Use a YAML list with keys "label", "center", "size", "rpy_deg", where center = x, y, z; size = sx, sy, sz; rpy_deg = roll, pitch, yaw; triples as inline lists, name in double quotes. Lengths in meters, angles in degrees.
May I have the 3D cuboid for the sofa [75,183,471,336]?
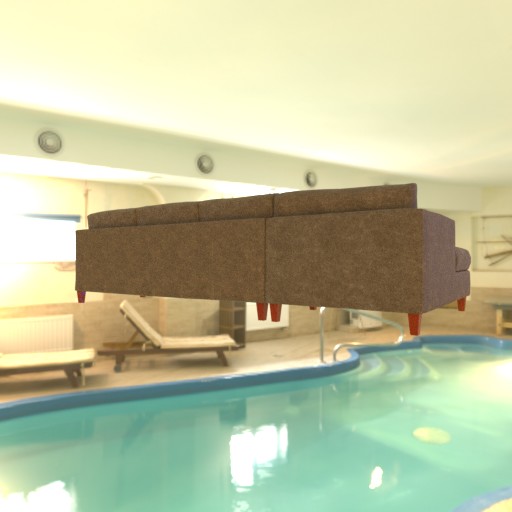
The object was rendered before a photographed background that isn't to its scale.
- label: "sofa"
  center: [0.000, 0.000, 4.189]
  size: [3.471, 0.954, 1.606]
  rpy_deg: [0, 0, 35]
